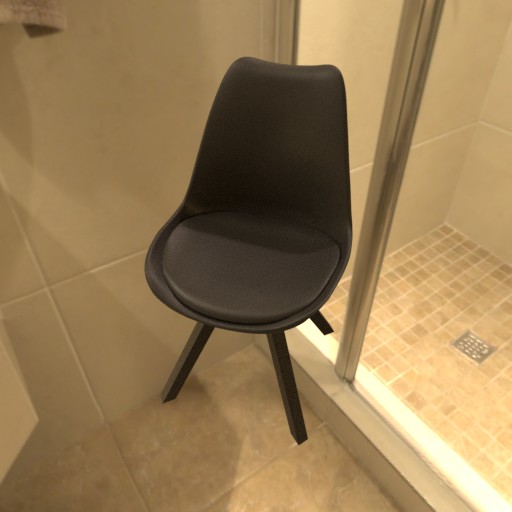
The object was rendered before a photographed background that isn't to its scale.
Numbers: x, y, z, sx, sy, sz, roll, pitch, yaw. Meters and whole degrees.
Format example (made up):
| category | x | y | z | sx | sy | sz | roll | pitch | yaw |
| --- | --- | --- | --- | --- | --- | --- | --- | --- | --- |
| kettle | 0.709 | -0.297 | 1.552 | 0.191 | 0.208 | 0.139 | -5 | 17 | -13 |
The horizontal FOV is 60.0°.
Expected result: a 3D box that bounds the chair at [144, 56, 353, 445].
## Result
| category | x | y | z | sx | sy | sz | roll | pitch | yaw |
| --- | --- | --- | --- | --- | --- | --- | --- | --- | --- |
| chair | 0.000 | 0.000 | 1.180 | 0.485 | 0.850 | 0.550 | 12 | 41 | 14 |
